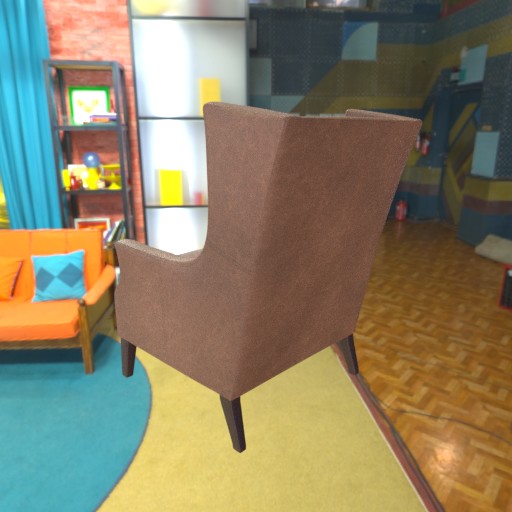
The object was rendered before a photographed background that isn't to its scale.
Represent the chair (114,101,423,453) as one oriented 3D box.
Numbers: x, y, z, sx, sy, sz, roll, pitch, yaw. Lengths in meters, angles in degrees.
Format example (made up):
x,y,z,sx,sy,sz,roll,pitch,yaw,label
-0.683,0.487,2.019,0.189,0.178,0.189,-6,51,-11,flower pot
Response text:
x,y,z,sx,sy,sz,roll,pitch,yaw,label
0.000,0.000,1.713,0.815,1.088,0.913,-15,22,-43,chair
